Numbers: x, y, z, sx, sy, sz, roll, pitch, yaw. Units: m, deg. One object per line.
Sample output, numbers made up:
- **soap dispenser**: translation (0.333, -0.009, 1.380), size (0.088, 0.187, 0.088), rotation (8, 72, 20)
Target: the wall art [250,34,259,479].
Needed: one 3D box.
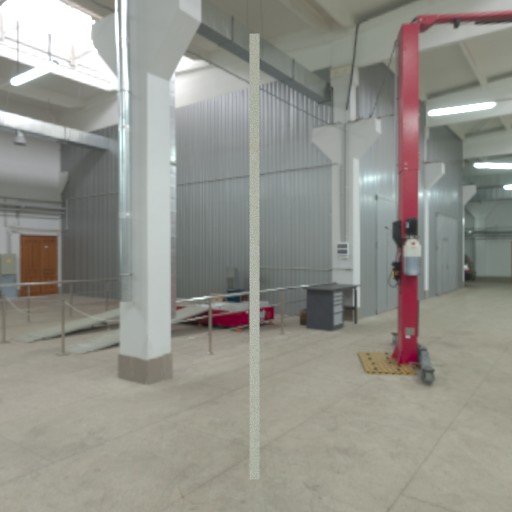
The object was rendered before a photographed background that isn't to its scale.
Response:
- **wall art**: translation (0.000, 0.000, 0.876), size (0.013, 0.584, 0.584), rotation (0, 0, 0)
